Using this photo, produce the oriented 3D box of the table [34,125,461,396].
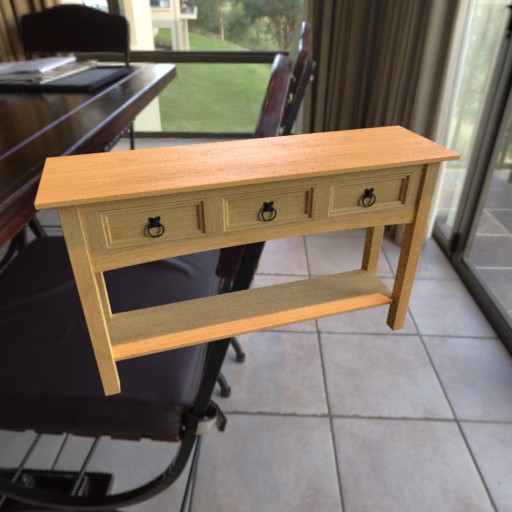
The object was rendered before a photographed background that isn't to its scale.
[{"bbox_3d":[0.000,0.000,1.568,1.240,0.730,0.350,-9,33,-15],"label":"table"}]
